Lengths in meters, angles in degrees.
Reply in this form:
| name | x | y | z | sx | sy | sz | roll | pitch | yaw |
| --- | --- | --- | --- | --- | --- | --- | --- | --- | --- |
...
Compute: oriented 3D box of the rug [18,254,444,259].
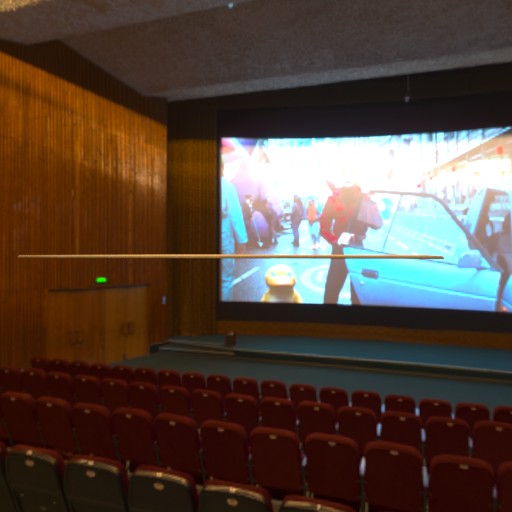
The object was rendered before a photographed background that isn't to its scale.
| name | x | y | z | sx | sy | sz | roll | pitch | yaw |
| --- | --- | --- | --- | --- | --- | --- | --- | --- | --- |
| rug | 0.000 | 0.000 | 3.996 | 2.976 | 0.018 | 2.430 | 0 | 0 | 18 |
